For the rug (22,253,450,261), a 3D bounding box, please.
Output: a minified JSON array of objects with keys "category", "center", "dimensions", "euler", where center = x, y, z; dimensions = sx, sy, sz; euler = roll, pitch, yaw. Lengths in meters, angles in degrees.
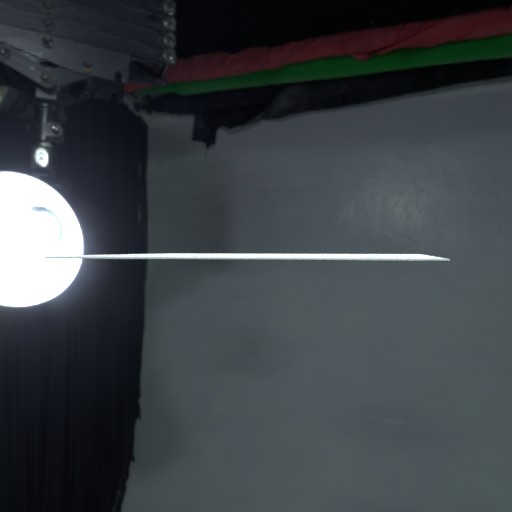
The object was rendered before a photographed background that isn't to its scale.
[{"category":"rug","center":[0.000,0.000,3.923],"dimensions":[2.895,0.018,2.288],"euler":[0,1,17]}]
